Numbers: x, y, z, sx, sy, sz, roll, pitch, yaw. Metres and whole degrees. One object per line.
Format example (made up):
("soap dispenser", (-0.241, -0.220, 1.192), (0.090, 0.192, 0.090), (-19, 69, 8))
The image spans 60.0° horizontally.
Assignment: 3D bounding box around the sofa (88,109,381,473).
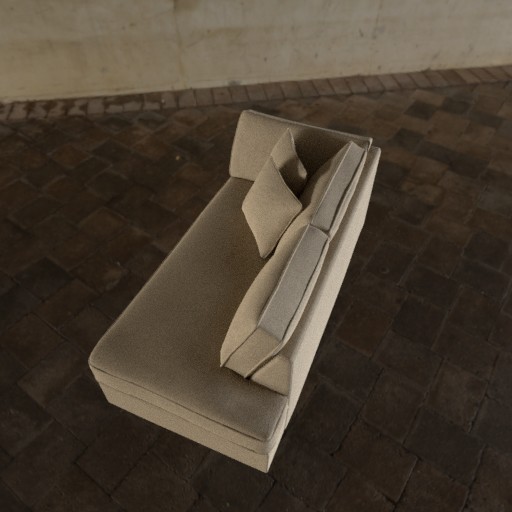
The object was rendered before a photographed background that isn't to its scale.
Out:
("sofa", (0.000, 0.000, 2.935), (1.110, 1.033, 2.237), (17, 48, 16))
